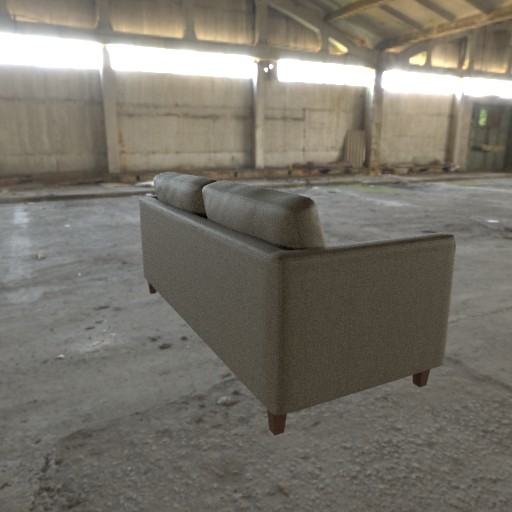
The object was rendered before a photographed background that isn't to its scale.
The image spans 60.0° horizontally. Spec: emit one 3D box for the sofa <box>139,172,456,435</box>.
[{"bbox_3d":[0.000,0.000,2.757,0.956,0.960,2.208,-7,16,-26],"label":"sofa"}]
